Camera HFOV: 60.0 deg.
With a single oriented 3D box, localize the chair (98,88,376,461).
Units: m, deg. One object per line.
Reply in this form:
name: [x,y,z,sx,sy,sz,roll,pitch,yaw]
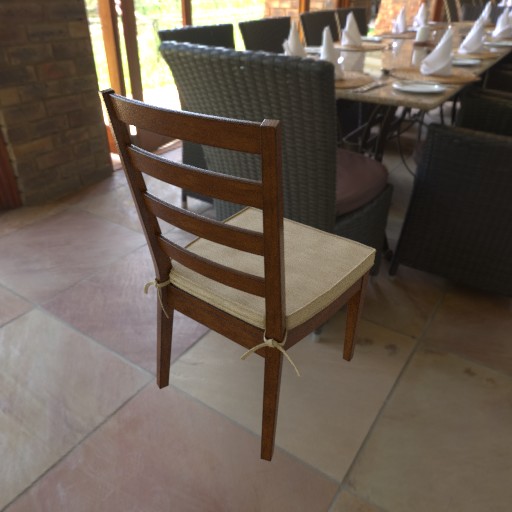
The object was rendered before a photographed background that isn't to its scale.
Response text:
chair: [0.000,0.000,1.330,0.593,0.979,0.595,22,37,31]
